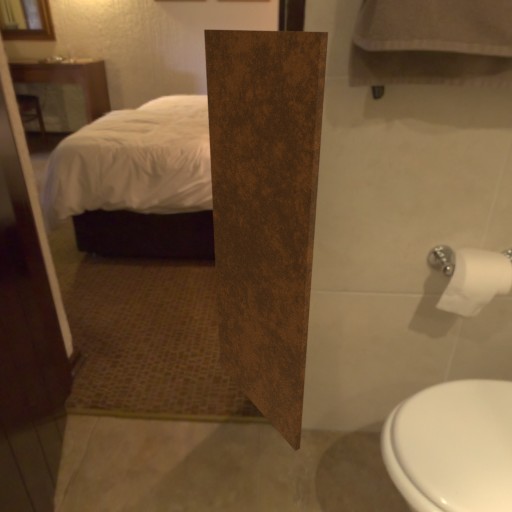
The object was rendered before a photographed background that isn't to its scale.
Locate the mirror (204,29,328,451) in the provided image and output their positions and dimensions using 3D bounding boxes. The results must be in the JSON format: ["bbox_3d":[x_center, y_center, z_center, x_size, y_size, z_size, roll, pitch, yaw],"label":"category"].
[{"bbox_3d":[0.000,0.000,2.241,0.032,2.031,0.812,-17,32,-30],"label":"mirror"}]
